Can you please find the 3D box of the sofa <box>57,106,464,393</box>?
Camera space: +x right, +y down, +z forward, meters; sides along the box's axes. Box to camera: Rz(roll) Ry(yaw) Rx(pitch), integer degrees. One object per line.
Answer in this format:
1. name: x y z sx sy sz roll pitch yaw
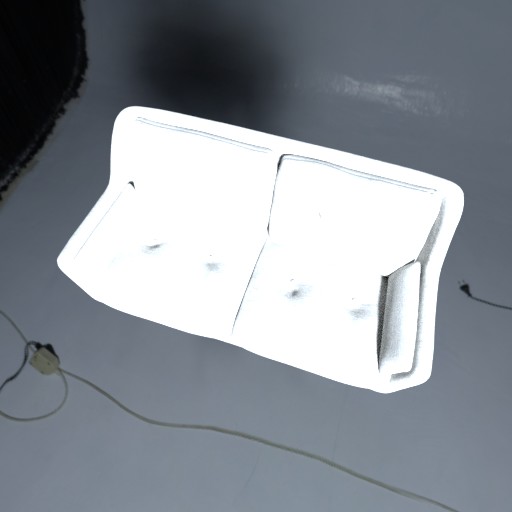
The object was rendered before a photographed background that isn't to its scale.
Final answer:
1. sofa: 0.000 0.000 2.429 1.930 0.897 0.976 16 60 10
